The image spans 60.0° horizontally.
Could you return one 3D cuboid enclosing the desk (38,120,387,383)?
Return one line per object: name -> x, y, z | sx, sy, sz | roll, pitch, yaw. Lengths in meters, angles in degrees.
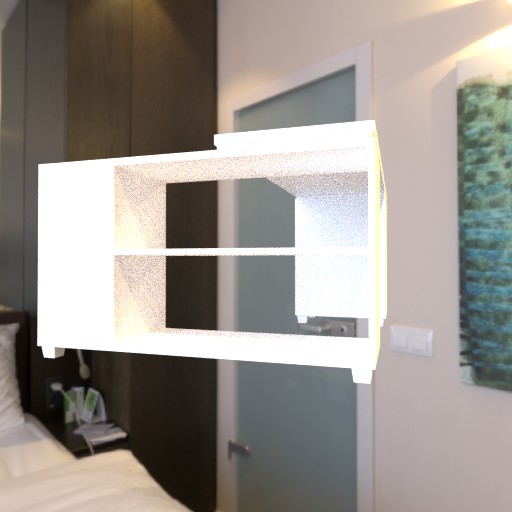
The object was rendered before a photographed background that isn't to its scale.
desk -> 0.000, 0.000, 2.176 | 1.199, 0.759, 1.524 | 0, -1, 18
